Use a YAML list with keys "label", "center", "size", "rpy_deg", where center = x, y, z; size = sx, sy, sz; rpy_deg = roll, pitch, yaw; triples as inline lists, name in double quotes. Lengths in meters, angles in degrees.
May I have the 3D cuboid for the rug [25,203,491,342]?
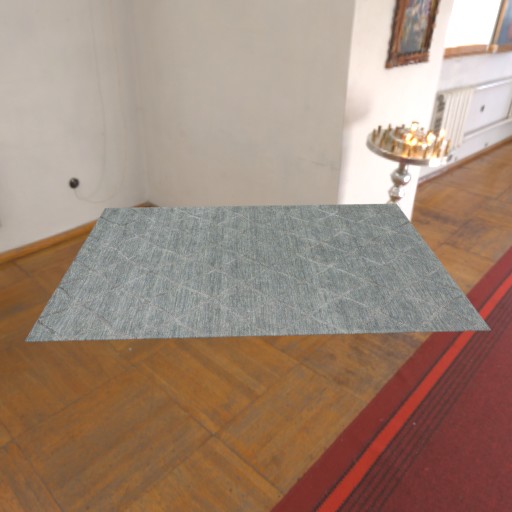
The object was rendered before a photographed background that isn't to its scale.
- label: "rug"
  center: [0.000, 0.000, 2.820]
  size: [2.283, 0.006, 1.521]
  rpy_deg: [-1, 31, -2]
